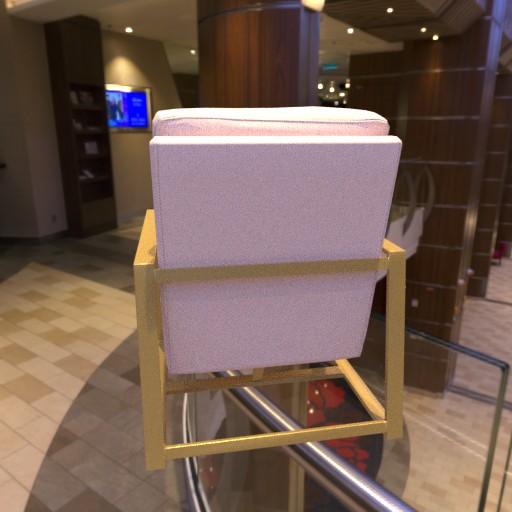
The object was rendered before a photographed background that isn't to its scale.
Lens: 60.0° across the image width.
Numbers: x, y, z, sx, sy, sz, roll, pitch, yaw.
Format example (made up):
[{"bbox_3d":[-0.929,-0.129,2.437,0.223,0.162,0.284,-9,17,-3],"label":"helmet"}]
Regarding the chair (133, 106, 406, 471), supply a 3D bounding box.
[{"bbox_3d":[0.000,0.000,1.529,0.758,0.956,0.813,-3,16,-10],"label":"chair"}]
